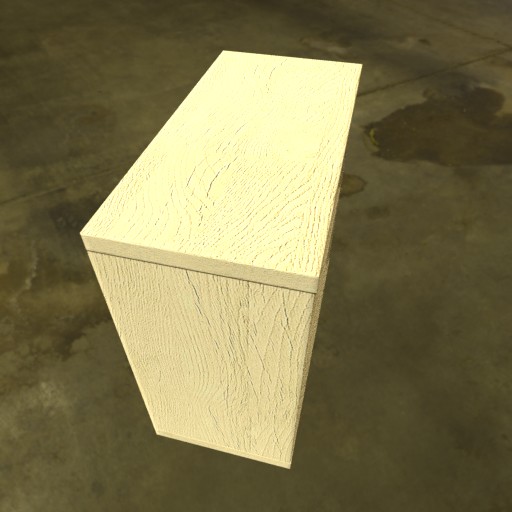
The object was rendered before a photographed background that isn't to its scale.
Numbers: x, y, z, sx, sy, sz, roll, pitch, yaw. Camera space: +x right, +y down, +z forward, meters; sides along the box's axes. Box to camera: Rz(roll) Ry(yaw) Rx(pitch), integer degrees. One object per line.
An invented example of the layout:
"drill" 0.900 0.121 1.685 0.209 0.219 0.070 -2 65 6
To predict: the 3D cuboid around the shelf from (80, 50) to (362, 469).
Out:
"shelf" 0.000 0.000 1.234 0.390 0.786 0.790 10 46 10
